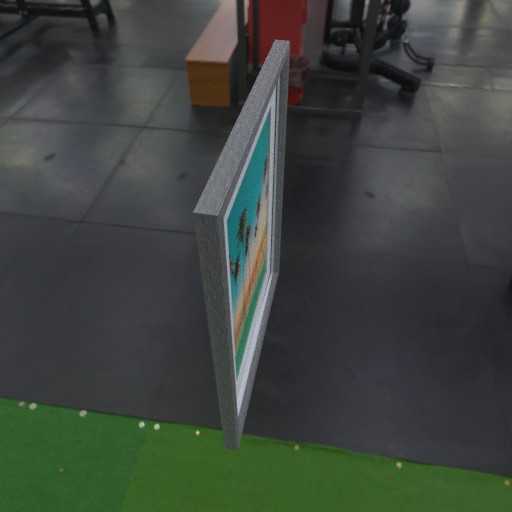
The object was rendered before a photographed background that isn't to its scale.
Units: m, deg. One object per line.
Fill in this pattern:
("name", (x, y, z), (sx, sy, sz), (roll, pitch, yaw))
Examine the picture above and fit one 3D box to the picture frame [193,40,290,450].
("picture frame", (0.000, 0.000, 0.771), (0.029, 0.559, 0.454), (8, 46, 8))
